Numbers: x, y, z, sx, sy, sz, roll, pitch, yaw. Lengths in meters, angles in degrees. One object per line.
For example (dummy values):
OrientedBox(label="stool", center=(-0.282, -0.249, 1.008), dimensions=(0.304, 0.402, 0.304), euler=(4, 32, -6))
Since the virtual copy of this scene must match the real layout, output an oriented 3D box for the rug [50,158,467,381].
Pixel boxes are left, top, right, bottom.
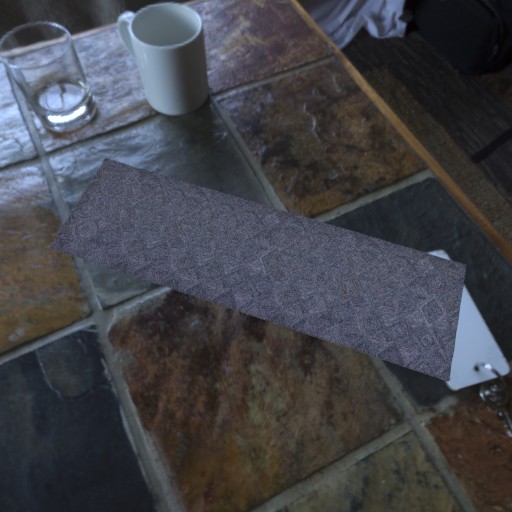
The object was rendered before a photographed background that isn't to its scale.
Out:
OrientedBox(label="rug", center=(0.000, 0.000, 2.536), dimensions=(2.296, 0.011, 0.691), euler=(17, 65, 8))
